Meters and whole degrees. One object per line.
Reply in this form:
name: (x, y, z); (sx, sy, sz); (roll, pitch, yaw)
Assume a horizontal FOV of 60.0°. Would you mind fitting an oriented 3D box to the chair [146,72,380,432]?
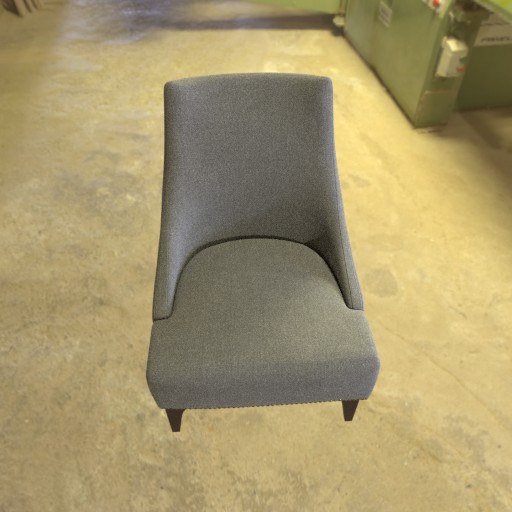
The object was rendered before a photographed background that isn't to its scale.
chair: (0.000, 0.000, 1.502); (0.701, 0.909, 0.861); (-3, 46, -3)
